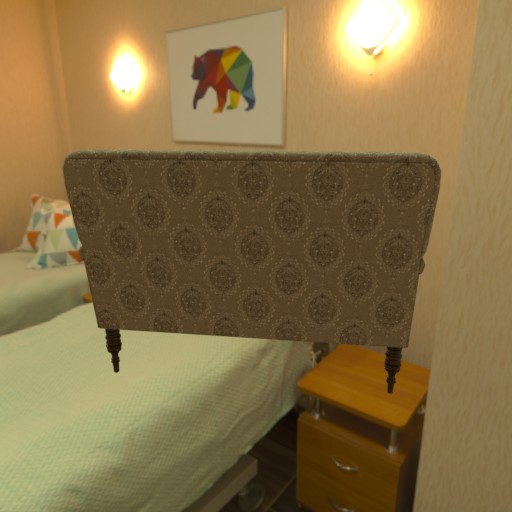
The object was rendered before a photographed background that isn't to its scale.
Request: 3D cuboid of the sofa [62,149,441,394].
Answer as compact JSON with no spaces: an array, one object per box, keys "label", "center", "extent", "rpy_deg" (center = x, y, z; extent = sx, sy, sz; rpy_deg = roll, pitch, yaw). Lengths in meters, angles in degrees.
[{"label":"sofa","center":[0.000,0.000,1.832],"extent":[1.297,0.889,0.779],"rpy_deg":[2,17,8]}]
